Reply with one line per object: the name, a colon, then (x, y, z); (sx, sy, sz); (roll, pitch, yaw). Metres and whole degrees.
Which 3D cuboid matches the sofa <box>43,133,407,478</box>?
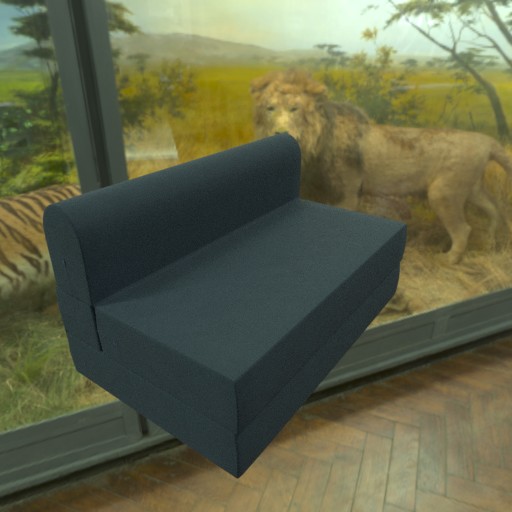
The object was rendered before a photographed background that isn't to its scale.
sofa: (0.000, 0.000, 1.685); (0.762, 0.660, 1.219); (18, 32, 32)
